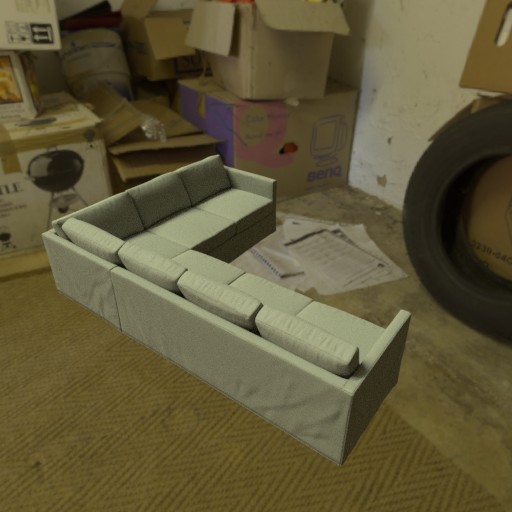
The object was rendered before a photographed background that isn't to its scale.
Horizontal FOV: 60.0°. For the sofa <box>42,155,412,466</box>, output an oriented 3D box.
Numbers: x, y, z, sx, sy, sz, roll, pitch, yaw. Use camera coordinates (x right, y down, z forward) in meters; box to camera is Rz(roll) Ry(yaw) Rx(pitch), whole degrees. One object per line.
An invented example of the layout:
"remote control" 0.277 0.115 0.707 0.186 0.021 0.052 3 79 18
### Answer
"sofa" 0.000 0.000 4.235 3.182 0.871 2.432 21 37 31
